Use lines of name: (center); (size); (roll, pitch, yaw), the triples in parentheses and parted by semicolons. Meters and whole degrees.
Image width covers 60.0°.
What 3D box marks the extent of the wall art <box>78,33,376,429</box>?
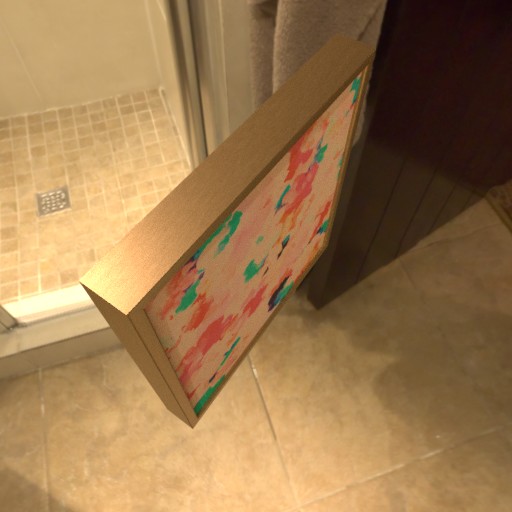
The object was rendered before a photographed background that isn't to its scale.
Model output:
wall art: (0.000, 0.000, 0.445); (0.038, 0.305, 0.304); (31, 63, 18)
